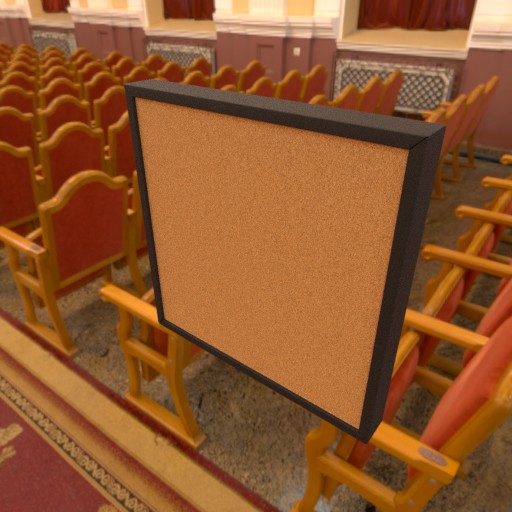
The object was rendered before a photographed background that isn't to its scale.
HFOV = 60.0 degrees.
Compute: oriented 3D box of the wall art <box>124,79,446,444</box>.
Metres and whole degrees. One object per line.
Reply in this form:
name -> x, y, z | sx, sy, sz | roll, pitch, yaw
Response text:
wall art -> 0.000, 0.000, 0.451 | 0.305, 0.305, 0.037 | 22, 37, 32
